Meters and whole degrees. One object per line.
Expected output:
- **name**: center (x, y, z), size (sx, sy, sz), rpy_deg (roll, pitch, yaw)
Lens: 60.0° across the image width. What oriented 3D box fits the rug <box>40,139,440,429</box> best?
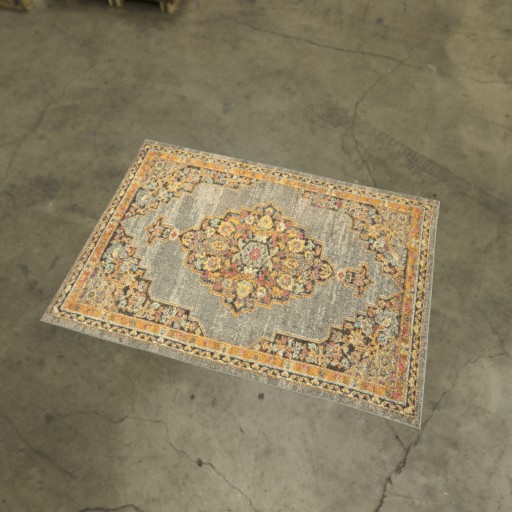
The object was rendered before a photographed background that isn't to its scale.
- **rug**: center (0.000, 0.000, 3.932), size (3.063, 0.024, 2.158), rpy_deg (14, 60, 8)
